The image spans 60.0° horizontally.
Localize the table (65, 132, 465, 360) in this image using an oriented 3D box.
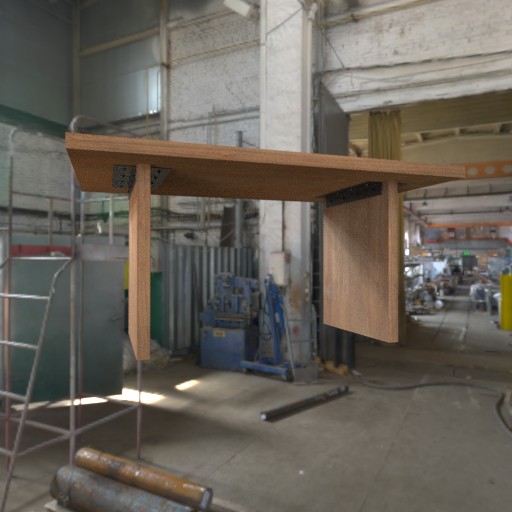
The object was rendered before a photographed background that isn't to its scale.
[{"bbox_3d":[0.000,0.000,2.123,1.609,0.780,0.946,0,-1,-19],"label":"table"}]
